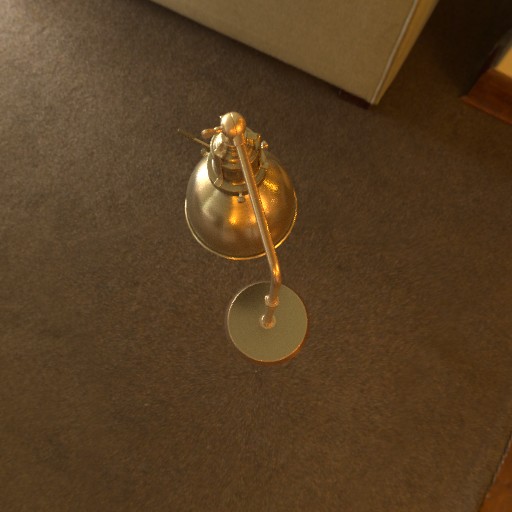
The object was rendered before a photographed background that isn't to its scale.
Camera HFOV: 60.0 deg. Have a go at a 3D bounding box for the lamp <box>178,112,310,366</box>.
[{"bbox_3d":[0.000,0.000,0.590,0.153,0.456,0.286,-17,76,-4],"label":"lamp"}]
